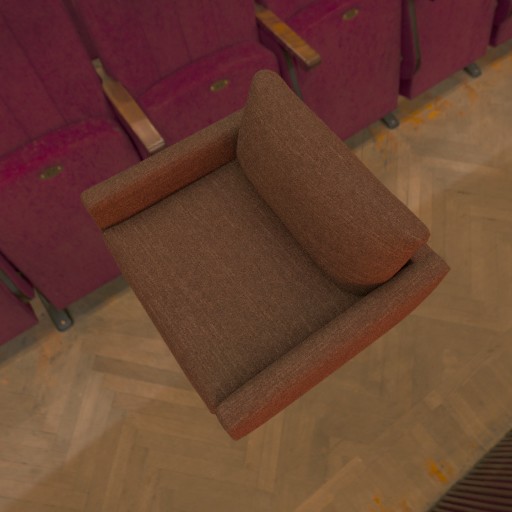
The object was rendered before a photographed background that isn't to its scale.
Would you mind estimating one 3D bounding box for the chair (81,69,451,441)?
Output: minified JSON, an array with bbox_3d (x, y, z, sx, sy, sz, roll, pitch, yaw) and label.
[{"bbox_3d":[0.000,0.000,1.581,0.845,0.841,0.940,-32,69,-14],"label":"chair"}]
